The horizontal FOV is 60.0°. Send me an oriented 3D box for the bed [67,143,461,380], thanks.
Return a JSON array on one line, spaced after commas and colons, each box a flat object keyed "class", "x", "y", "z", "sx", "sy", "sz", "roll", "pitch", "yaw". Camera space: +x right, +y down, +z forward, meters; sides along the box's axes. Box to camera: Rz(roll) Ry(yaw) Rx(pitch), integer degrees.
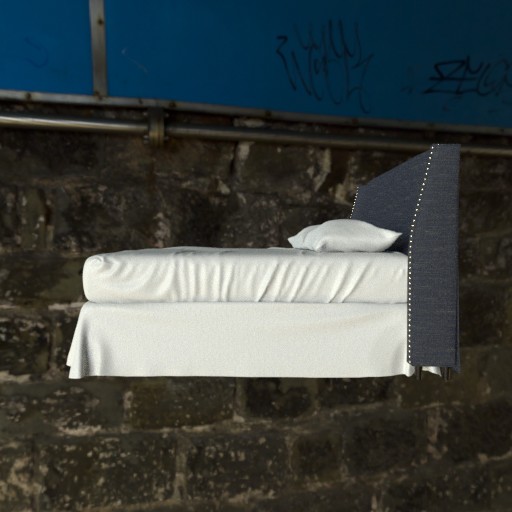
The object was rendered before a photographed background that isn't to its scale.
[{"class": "bed", "x": 0.000, "y": 0.000, "z": 3.381, "sx": 2.276, "sy": 1.332, "sz": 1.925, "roll": 0, "pitch": 2, "yaw": 0}]
